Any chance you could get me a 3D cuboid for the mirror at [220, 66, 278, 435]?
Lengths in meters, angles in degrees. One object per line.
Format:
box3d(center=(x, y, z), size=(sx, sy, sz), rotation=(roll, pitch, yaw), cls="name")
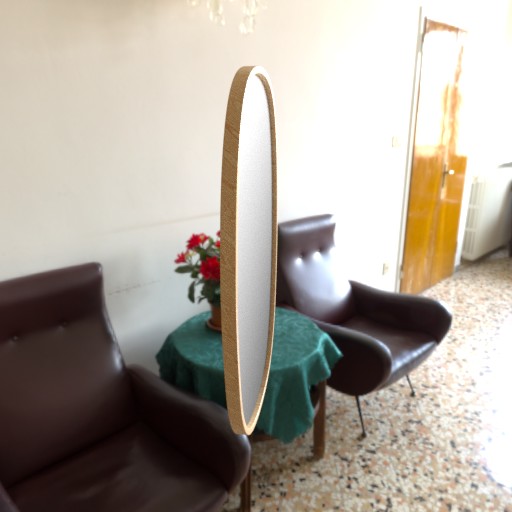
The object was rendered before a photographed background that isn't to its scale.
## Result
box3d(center=(0.000, 0.000, 1.364), size=(0.037, 1.075, 0.724), rotation=(3, 17, 10), cls="mirror")
